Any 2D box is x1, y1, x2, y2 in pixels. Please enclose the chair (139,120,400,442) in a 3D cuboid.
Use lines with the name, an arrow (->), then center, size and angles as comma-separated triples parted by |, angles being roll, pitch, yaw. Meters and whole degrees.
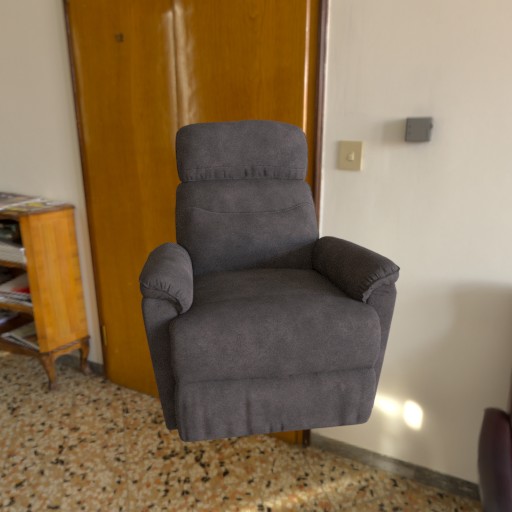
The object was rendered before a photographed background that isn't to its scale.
chair -> 0.000, 0.000, 1.753 | 0.830, 1.035, 1.009 | -3, 17, -9
